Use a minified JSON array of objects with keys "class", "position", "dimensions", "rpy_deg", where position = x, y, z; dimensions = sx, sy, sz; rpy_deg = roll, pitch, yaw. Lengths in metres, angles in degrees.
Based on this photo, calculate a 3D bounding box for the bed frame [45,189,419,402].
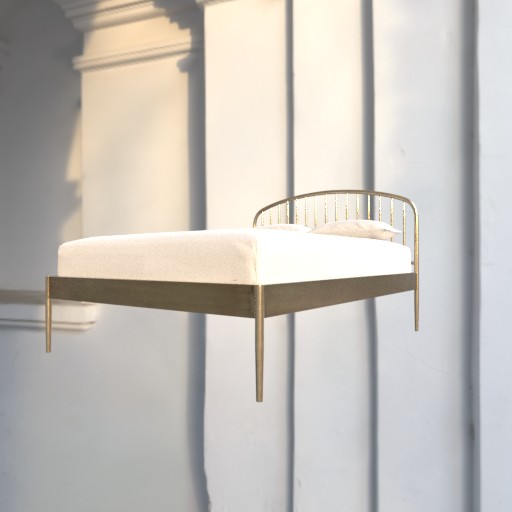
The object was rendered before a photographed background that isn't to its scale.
[{"class":"bed frame","position":[0.000,0.000,3.088],"dimensions":[1.612,1.175,2.152],"rpy_deg":[0,0,36]}]
